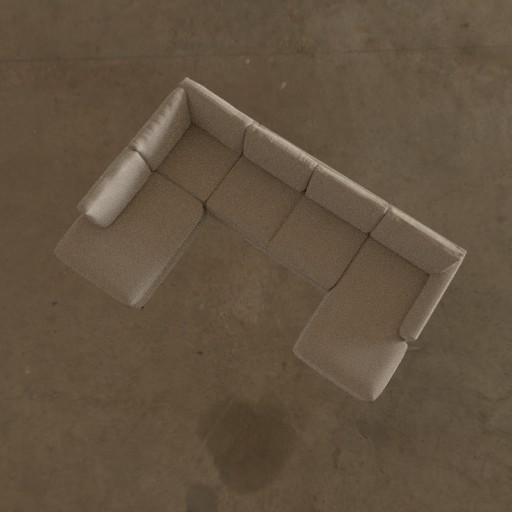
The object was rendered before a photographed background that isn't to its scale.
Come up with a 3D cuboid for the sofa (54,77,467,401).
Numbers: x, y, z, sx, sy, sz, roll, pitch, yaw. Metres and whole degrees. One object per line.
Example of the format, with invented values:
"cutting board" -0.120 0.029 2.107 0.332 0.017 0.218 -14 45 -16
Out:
"sofa" 0.000 0.000 3.880 2.984 0.862 1.989 34 79 8
